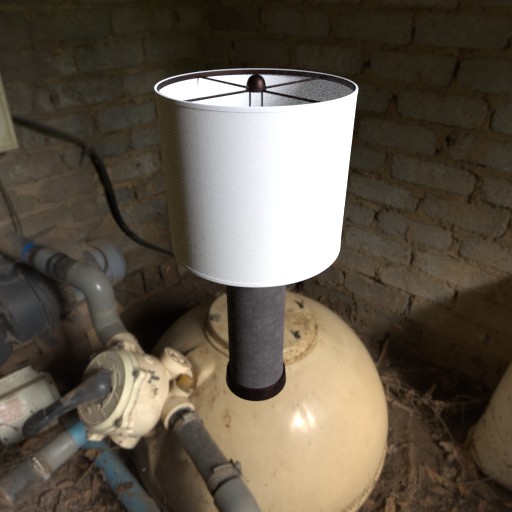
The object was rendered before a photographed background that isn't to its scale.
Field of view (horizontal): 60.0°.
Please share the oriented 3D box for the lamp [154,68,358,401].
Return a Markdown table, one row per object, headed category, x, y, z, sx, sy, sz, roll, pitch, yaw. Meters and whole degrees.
| category | x | y | z | sx | sy | sz | roll | pitch | yaw |
| --- | --- | --- | --- | --- | --- | --- | --- | --- | --- |
| lamp | 0.000 | 0.000 | 0.821 | 0.301 | 0.630 | 0.301 | 2 | 31 | 2 |
